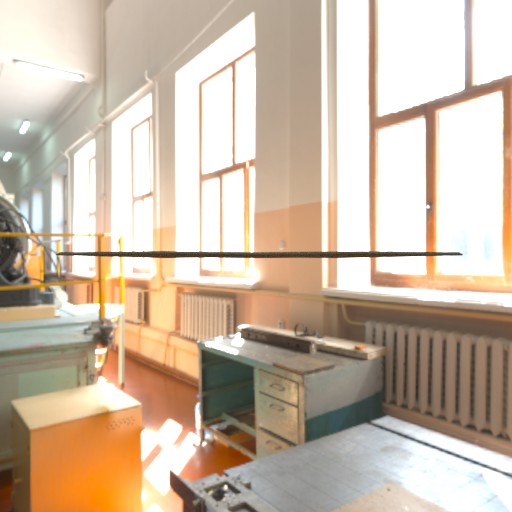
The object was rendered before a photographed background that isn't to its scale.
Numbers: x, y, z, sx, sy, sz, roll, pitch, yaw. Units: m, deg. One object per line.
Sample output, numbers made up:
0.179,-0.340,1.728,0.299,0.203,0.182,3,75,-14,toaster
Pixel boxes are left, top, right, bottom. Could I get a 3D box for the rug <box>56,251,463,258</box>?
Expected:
0.000,0.000,3.865,2.158,0.024,3.063,0,-1,-1,rug
